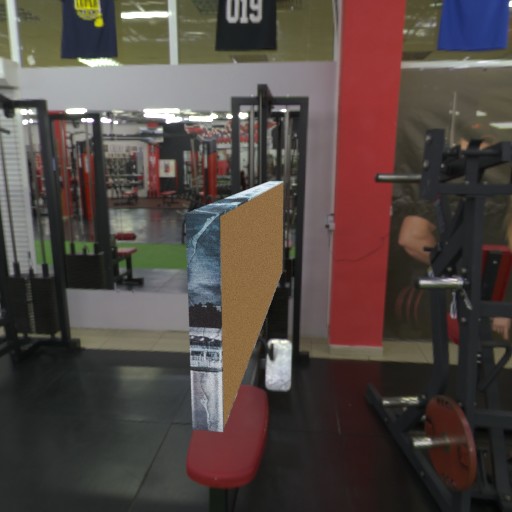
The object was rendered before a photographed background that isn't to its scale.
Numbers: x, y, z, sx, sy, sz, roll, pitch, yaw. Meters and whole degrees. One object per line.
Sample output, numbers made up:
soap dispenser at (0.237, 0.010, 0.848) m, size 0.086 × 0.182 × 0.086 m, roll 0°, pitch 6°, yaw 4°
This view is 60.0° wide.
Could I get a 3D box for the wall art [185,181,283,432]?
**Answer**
wall art at (0.000, 0.000, 0.850) m, size 0.037 × 0.251 × 0.759 m, roll 2°, pitch 12°, yaw 8°
